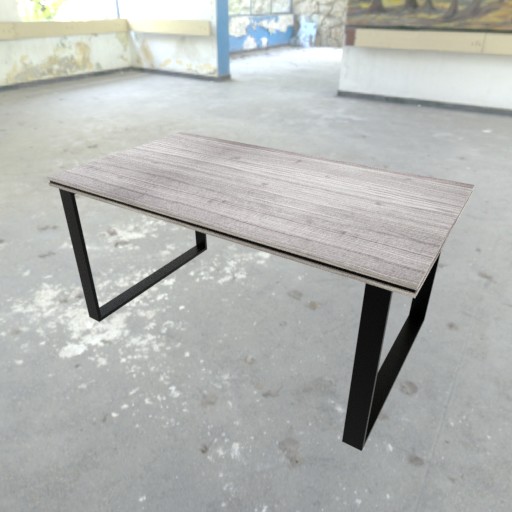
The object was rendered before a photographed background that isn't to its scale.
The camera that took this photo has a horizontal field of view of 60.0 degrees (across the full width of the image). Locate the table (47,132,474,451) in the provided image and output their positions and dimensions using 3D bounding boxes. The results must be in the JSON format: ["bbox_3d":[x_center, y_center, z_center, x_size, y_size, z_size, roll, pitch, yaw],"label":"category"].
[{"bbox_3d":[0.000,0.000,2.058,1.579,0.736,0.881,18,35,27],"label":"table"}]
